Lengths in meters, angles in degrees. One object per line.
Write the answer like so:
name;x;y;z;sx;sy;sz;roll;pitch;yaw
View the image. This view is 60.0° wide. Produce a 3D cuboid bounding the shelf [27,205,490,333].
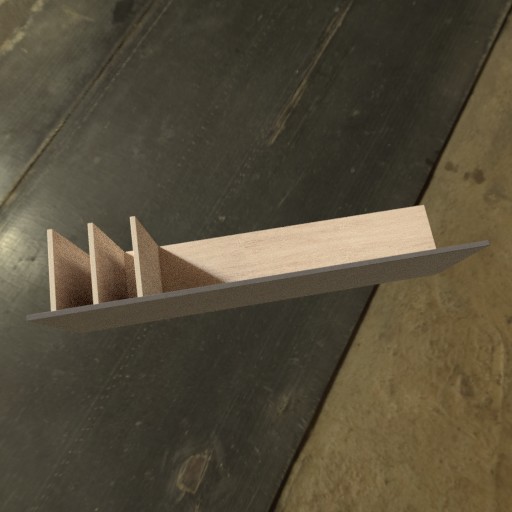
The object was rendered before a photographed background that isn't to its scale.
shelf;0.000;0.000;1.132;1.020;0.300;0.200;-9;75;-2
